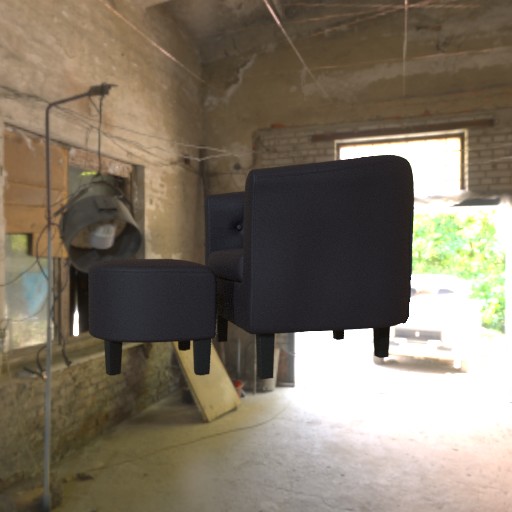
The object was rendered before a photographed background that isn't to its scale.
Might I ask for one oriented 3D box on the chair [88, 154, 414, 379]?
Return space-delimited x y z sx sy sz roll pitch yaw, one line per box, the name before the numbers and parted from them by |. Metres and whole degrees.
chair | 0.000 0.000 1.682 1.191 0.760 0.763 0 1 -18
